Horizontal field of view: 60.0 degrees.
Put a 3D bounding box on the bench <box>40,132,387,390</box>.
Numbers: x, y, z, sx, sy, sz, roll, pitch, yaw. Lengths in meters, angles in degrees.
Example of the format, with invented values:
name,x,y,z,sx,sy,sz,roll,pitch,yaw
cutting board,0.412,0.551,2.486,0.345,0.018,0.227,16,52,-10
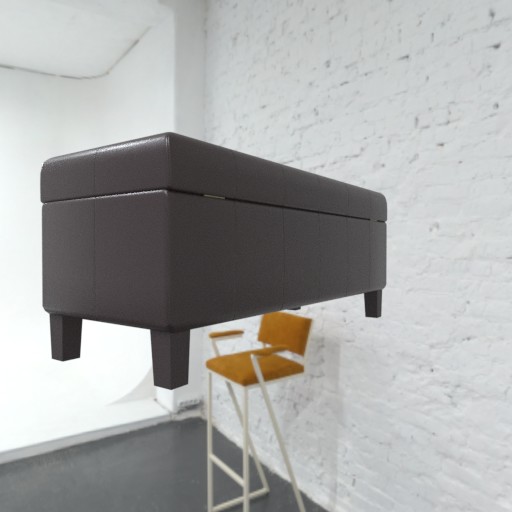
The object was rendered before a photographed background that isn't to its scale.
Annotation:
name,x,y,z,sx,sy,sz,roll,pitch,yaw
bench,0.000,0.000,1.317,0.429,0.457,1.092,1,1,36
